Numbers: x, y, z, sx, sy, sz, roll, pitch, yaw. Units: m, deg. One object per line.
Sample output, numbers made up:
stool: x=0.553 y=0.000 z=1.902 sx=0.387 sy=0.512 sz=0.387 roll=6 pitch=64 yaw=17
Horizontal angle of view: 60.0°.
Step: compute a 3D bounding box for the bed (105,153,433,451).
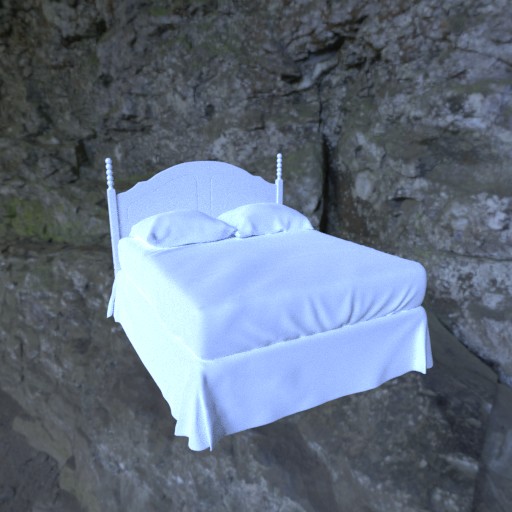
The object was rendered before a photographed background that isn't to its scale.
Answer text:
bed: x=0.000 y=0.000 z=3.250 sx=1.873 sy=1.356 sz=2.040 roll=-8 pitch=18 yaw=-27
